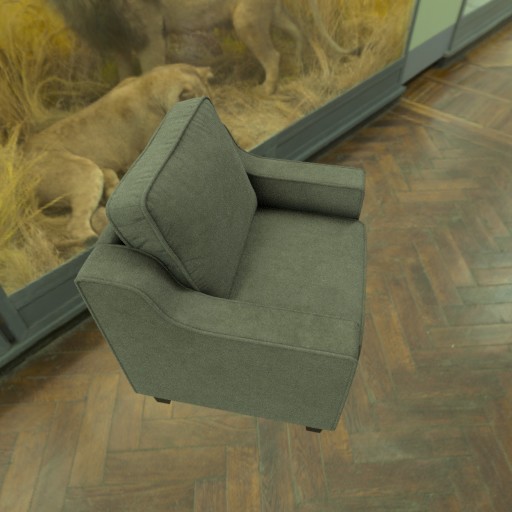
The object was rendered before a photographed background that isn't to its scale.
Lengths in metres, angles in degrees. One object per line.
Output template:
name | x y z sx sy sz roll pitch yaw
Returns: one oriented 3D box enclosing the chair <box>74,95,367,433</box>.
chair | 0.000 0.000 1.666 0.840 0.944 0.926 8 46 8
